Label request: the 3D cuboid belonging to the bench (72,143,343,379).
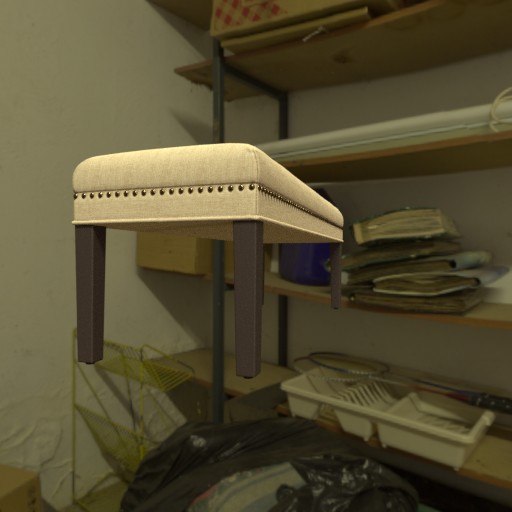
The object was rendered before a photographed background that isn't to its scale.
[{"bbox_3d":[0.000,0.000,1.430,0.410,0.457,1.219,0,0,18],"label":"bench"}]
